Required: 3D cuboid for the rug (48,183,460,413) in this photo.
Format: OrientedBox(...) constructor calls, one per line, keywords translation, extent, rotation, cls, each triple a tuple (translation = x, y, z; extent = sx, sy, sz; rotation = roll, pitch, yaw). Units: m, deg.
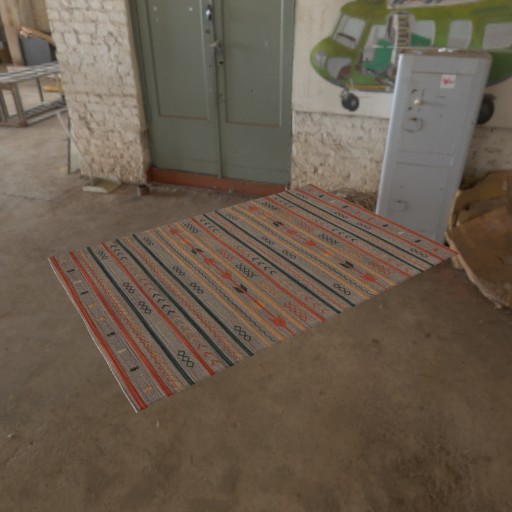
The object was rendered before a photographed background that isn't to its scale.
OrientedBox(translation=(0.000, 0.000, 2.357), extent=(1.835, 0.017, 1.220), rotation=(-20, 36, -30), cls="rug")
